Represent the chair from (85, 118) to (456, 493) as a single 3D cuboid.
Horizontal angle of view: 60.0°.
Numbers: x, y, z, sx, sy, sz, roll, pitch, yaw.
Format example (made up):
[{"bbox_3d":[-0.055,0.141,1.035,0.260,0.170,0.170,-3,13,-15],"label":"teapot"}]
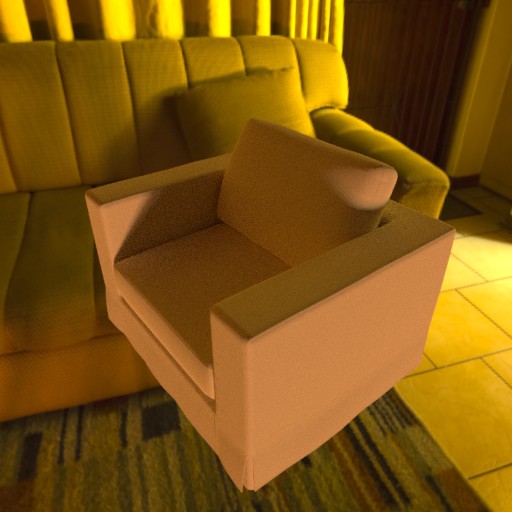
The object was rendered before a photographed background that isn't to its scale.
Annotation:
[{"bbox_3d":[0.000,0.000,1.786,0.957,0.878,1.150,-23,39,-31],"label":"chair"}]
